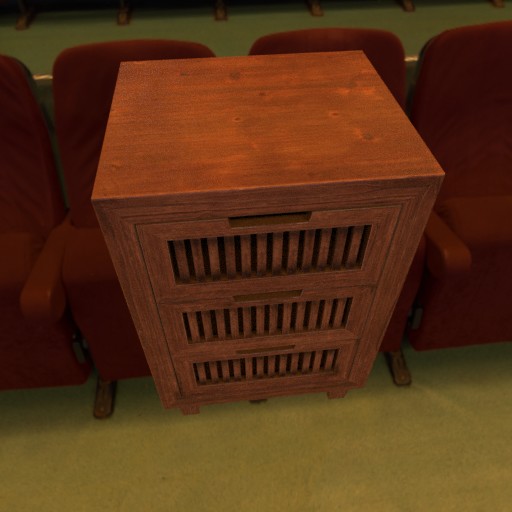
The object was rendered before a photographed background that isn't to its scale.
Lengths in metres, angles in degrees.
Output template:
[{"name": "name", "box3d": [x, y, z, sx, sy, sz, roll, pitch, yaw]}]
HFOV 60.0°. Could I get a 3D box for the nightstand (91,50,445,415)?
[{"name": "nightstand", "box3d": [0.000, 0.000, 0.965, 0.465, 0.695, 0.410, -5, 47, -4]}]
